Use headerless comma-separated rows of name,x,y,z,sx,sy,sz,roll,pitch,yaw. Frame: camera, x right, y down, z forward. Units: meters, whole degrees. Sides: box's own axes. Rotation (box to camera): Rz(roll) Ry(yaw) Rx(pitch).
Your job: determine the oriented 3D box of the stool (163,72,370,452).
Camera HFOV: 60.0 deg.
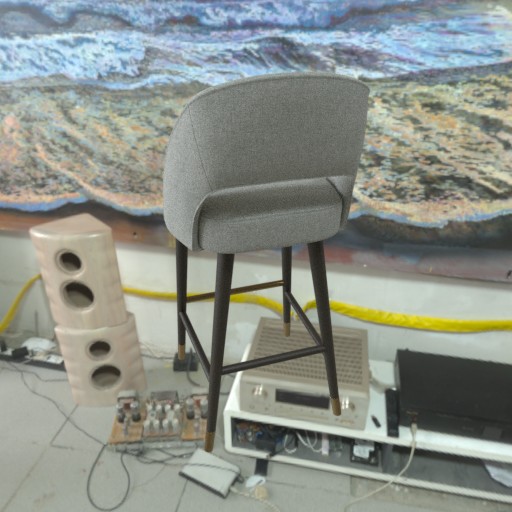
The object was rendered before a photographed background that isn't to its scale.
stool,0.000,0.000,1.293,0.494,1.037,0.509,-9,29,-17
